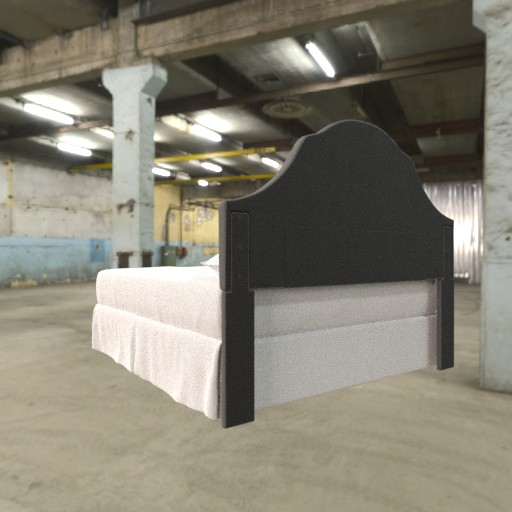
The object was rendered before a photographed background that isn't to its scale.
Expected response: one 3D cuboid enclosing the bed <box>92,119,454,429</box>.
[{"bbox_3d":[0.000,0.000,3.538,2.008,1.615,2.214,0,0,-36],"label":"bed"}]
